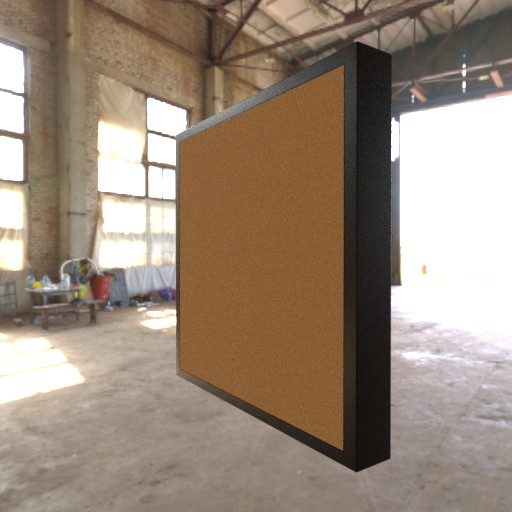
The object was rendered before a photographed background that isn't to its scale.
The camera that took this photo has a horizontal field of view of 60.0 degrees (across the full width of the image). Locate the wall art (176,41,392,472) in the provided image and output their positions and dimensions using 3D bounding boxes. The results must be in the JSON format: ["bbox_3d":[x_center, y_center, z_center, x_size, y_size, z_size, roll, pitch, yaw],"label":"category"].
[{"bbox_3d":[0.000,0.000,0.440,0.037,0.299,0.299,0,1,-35],"label":"wall art"}]
